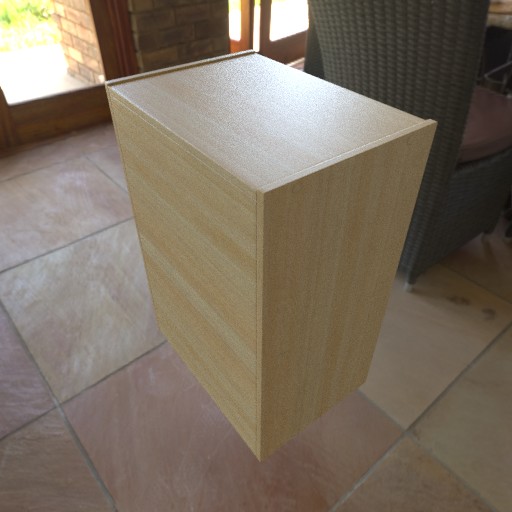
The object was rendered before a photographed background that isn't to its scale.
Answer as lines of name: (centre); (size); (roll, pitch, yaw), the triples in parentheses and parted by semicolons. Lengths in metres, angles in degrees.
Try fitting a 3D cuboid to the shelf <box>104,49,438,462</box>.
shelf: (0.000, 0.000, 0.832); (0.290, 0.592, 0.414); (-26, 47, -27)
